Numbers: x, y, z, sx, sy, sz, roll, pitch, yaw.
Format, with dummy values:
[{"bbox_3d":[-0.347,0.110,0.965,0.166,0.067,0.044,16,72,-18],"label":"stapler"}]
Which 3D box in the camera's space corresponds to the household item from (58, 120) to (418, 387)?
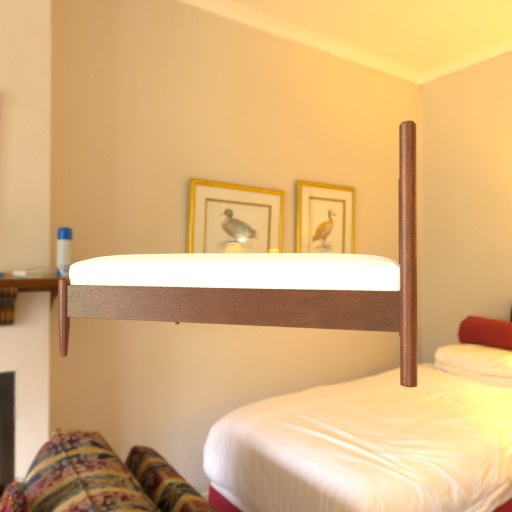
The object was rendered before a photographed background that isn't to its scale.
[{"bbox_3d":[0.000,0.000,3.360,2.232,1.356,1.663,0,-1,18],"label":"household item"}]
